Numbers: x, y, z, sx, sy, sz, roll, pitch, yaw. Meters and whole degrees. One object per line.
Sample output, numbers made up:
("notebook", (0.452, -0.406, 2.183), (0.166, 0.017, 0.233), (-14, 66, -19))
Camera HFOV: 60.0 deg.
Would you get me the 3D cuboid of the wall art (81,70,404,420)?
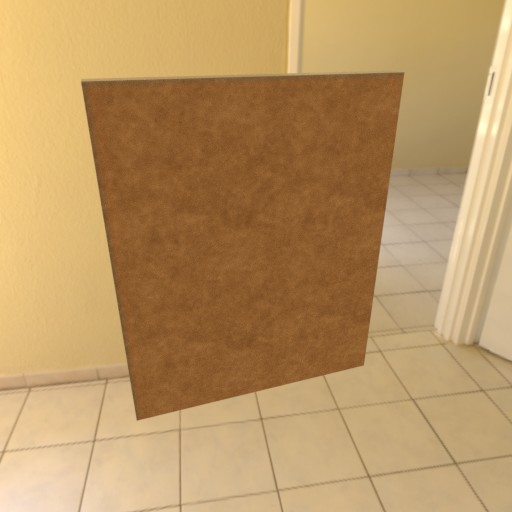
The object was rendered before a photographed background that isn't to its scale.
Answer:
("wall art", (0.000, 0.000, 0.732), (0.453, 0.554, 0.037), (-9, 28, -17))
